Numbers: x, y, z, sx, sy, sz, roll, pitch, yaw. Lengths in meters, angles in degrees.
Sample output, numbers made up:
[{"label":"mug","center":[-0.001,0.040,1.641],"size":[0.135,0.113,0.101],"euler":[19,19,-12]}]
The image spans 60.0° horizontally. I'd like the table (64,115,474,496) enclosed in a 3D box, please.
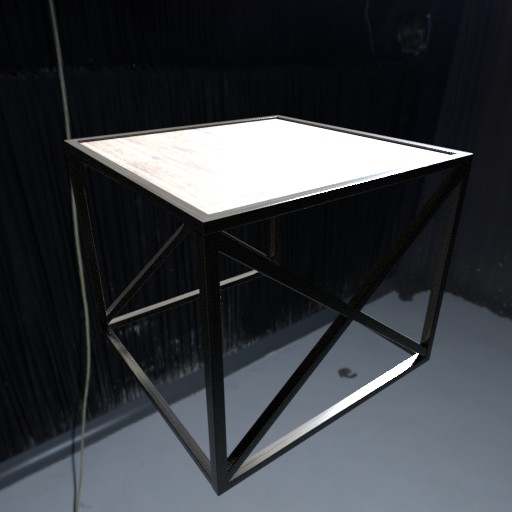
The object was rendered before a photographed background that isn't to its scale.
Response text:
[{"label":"table","center":[0.000,0.000,1.035],"size":[0.611,0.507,0.609],"euler":[-18,31,-32]}]
